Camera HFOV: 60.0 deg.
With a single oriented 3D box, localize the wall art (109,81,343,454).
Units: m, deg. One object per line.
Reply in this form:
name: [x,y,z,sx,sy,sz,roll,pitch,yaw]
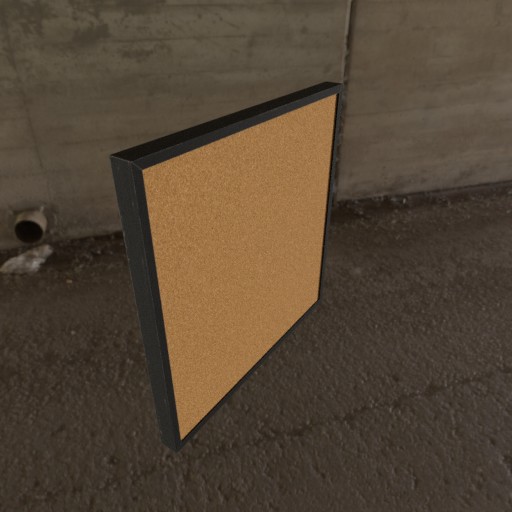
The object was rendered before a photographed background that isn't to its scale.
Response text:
wall art: [0.000,0.000,0.786,0.036,0.506,0.506,21,38,29]
